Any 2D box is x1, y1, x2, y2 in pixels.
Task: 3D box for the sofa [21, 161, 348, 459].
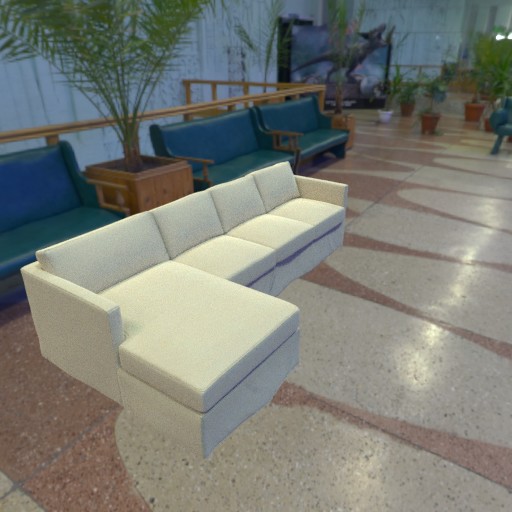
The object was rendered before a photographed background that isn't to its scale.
[{"bbox_3d":[0.000,0.000,3.802,1.650,0.922,3.205,17,30,32],"label":"sofa"}]
